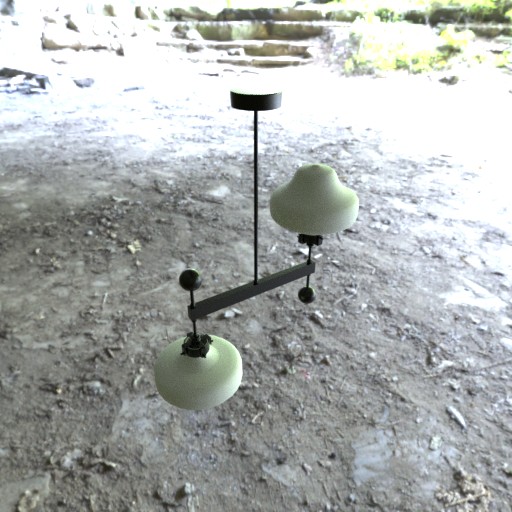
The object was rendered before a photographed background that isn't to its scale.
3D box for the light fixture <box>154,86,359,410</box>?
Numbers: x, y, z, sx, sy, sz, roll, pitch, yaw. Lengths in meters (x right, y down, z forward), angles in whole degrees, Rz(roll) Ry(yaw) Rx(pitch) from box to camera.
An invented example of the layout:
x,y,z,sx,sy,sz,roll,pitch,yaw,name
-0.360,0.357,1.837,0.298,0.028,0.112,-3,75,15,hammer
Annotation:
x,y,z,sx,sy,sz,roll,pitch,yaw,name
0.000,0.000,1.046,0.422,0.743,0.489,9,31,16,light fixture
